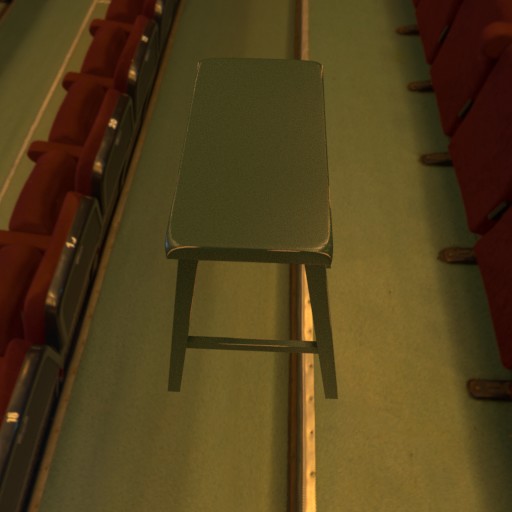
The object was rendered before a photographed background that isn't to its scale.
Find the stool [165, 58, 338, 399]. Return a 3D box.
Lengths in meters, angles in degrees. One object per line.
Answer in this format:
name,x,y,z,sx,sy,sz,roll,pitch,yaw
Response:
stool,0.000,0.000,1.052,0.476,0.737,0.457,2,58,1
